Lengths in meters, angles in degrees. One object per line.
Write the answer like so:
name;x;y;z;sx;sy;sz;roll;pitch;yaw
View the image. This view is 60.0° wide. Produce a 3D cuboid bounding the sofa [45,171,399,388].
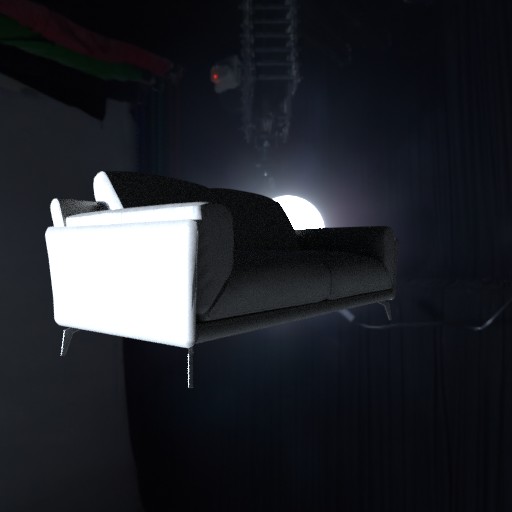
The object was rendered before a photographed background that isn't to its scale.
sofa;0.000;0.000;2.671;1.049;0.930;2.101;0;0;37
